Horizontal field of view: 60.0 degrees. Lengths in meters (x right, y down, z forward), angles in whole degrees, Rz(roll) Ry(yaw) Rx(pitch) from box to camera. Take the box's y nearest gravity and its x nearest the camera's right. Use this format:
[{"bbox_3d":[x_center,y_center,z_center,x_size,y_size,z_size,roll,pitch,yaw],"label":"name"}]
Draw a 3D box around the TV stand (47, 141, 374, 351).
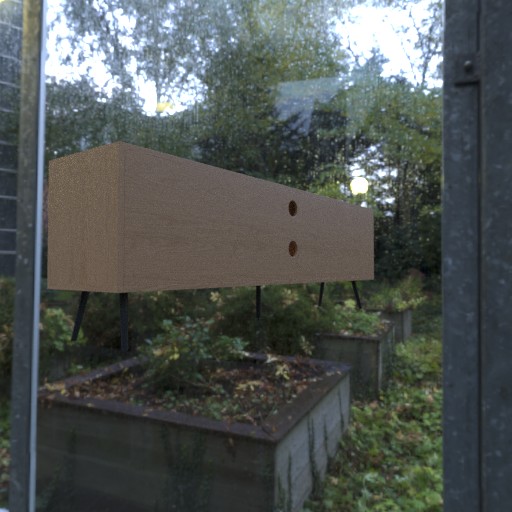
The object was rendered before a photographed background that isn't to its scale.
[{"bbox_3d":[0.000,0.000,2.018,0.400,0.580,1.760,-1,-2,37],"label":"TV stand"}]
